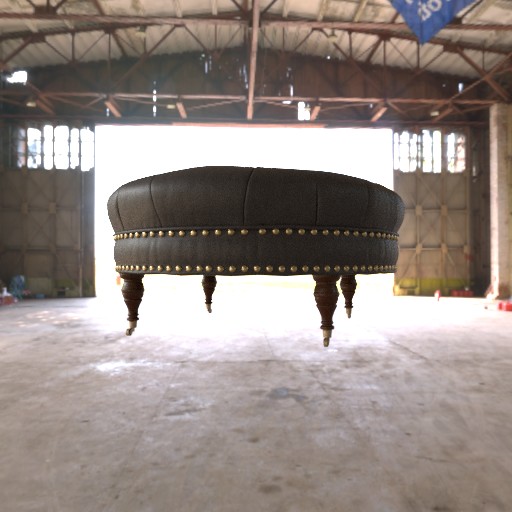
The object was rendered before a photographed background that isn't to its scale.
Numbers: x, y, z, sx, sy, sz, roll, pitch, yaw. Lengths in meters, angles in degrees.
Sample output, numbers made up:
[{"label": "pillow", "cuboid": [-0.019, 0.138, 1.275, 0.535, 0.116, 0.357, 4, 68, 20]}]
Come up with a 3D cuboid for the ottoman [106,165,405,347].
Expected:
[{"label": "ottoman", "cuboid": [0.000, 0.000, 1.395, 0.901, 0.439, 0.901, 0, -1, 0]}]
